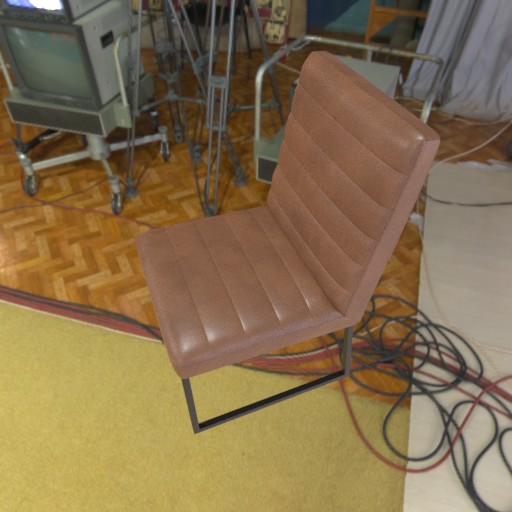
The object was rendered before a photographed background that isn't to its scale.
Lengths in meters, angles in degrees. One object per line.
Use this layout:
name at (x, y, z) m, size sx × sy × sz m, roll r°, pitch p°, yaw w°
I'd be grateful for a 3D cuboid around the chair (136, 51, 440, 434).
chair at (0.000, 0.000, 1.291) m, size 0.634 × 0.930 × 0.520 m, roll -16°, pitch 47°, yaw -15°
